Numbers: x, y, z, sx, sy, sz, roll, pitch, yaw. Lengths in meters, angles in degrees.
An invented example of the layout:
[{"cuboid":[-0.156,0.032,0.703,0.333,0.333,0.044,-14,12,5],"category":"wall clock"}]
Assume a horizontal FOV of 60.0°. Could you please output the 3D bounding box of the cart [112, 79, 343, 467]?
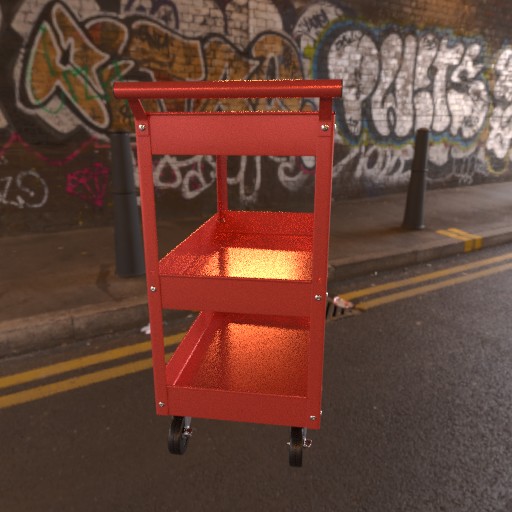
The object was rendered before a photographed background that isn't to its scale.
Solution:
[{"cuboid":[0.000,0.000,1.138,0.366,0.780,0.719,2,17,8],"category":"cart"}]
